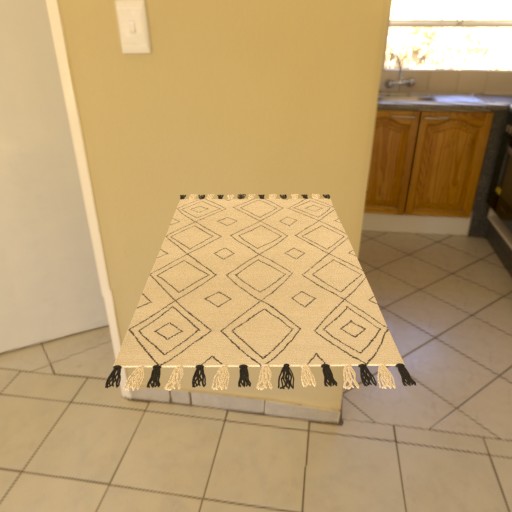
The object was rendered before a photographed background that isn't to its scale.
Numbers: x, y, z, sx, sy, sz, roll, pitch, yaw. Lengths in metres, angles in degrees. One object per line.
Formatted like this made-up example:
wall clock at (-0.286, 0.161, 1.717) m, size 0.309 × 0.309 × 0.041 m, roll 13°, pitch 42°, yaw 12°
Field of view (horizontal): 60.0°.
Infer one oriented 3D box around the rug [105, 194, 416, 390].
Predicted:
rug at (0.000, 0.000, 3.329) m, size 1.524 × 0.021 × 2.755 m, roll 0°, pitch 27°, yaw 0°
